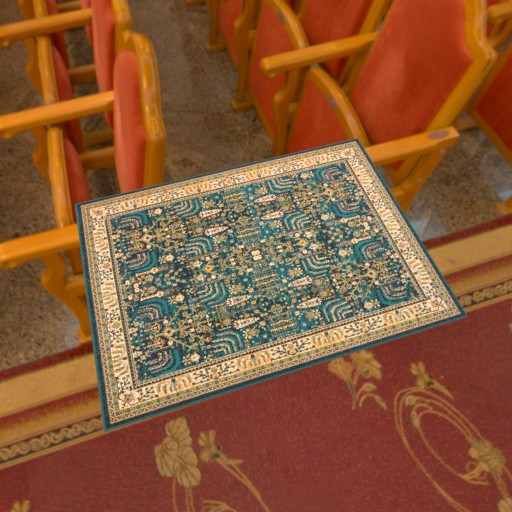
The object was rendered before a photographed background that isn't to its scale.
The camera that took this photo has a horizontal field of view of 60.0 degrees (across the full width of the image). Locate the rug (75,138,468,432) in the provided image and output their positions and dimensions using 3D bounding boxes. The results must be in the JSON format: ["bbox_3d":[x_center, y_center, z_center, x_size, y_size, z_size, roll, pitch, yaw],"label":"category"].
[{"bbox_3d":[0.000,0.000,4.052,3.044,0.015,2.226,-15,59,-9],"label":"rug"}]
